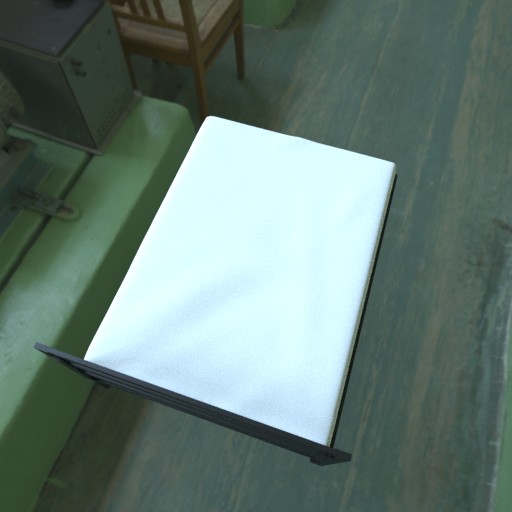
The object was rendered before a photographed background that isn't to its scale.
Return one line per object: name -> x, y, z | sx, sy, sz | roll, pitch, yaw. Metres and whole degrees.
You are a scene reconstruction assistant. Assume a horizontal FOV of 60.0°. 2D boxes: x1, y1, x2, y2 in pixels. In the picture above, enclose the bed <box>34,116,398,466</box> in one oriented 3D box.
bed -> 0.000, 0.000, 2.837 | 1.524, 0.967, 2.062 | 17, 65, 8
